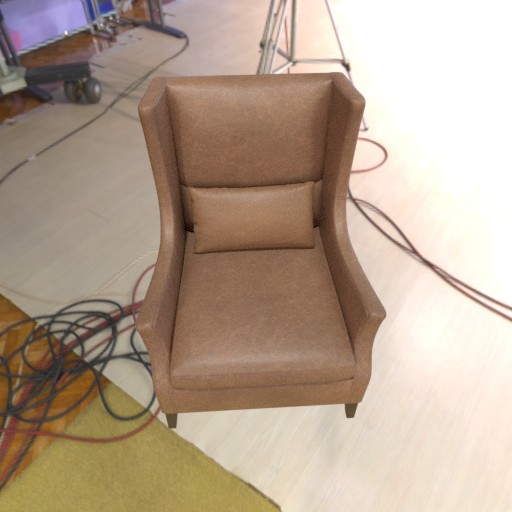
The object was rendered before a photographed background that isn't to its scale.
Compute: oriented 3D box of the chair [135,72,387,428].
[{"bbox_3d":[0.000,0.000,1.702,0.815,1.088,0.913,-2,48,-2],"label":"chair"}]
